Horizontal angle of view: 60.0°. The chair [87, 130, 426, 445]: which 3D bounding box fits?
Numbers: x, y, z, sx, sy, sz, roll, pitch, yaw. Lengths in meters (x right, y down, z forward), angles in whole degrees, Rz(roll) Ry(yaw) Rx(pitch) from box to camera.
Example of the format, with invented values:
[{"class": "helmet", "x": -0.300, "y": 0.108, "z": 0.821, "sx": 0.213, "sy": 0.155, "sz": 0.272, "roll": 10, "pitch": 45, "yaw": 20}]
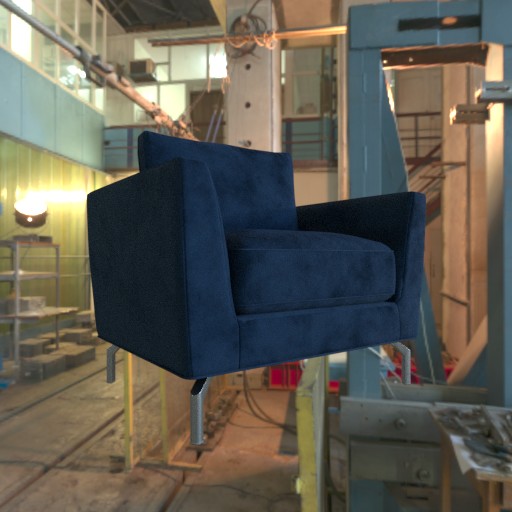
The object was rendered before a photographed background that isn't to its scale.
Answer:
[{"class": "chair", "x": 0.000, "y": 0.000, "z": 1.572, "sx": 0.977, "sy": 0.893, "sz": 0.746, "roll": 0, "pitch": 0, "yaw": -36}]
